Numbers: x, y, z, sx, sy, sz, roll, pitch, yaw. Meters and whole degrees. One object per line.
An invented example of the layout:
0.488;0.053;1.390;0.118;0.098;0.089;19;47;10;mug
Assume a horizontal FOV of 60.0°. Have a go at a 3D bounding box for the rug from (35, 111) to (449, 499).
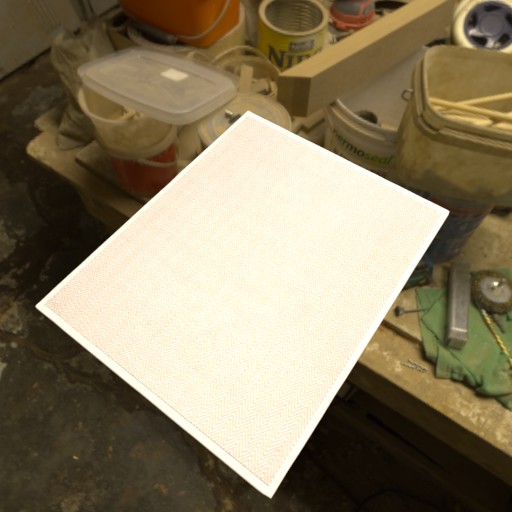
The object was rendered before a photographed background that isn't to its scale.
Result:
0.000;0.000;3.988;2.423;0.019;3.009;32;63;18;rug
